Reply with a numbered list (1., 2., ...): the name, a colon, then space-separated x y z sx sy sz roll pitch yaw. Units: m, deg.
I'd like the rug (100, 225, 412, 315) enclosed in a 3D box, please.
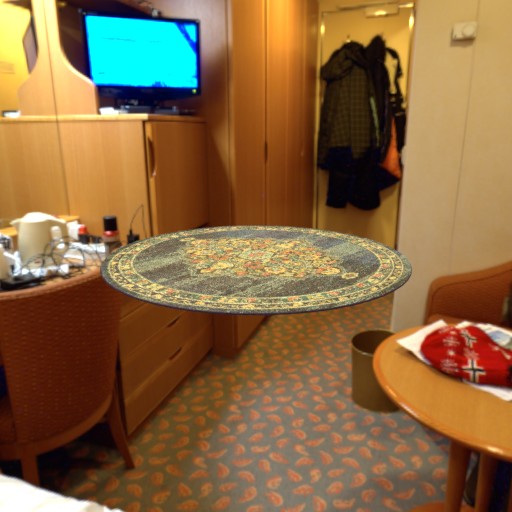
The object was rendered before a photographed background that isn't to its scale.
1. rug: 0.000 0.000 3.578 2.386 0.014 2.386 0 16 0
